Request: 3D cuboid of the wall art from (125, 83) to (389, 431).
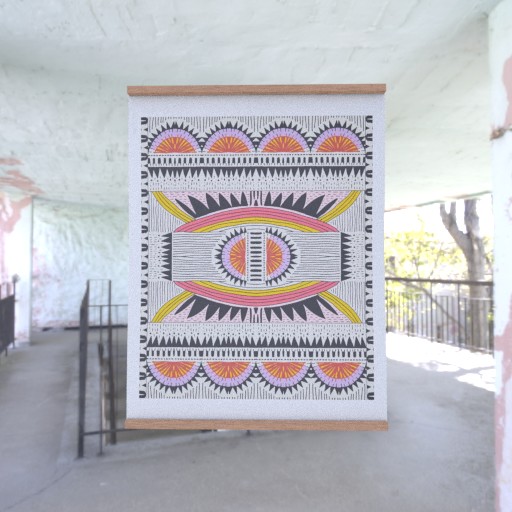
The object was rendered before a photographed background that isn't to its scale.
[{"bbox_3d":[0.000,0.000,0.691,0.403,0.527,0.028,0,-1,1],"label":"wall art"}]
